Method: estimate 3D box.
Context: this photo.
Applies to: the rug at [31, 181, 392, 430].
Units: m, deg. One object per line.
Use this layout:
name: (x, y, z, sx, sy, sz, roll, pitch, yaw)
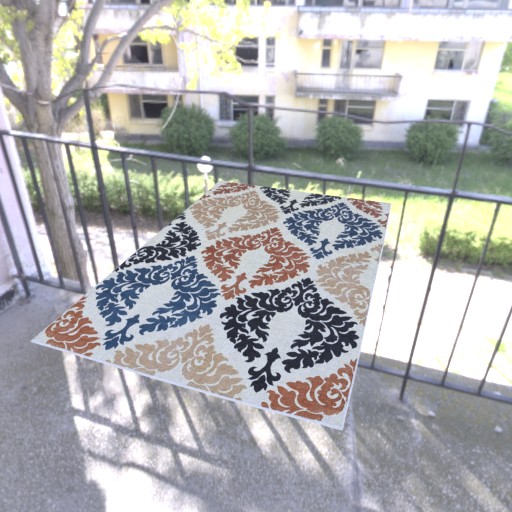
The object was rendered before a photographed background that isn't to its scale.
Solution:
rug: (0.000, 0.000, 2.838, 1.514, 0.014, 2.275, 10, 32, 17)
